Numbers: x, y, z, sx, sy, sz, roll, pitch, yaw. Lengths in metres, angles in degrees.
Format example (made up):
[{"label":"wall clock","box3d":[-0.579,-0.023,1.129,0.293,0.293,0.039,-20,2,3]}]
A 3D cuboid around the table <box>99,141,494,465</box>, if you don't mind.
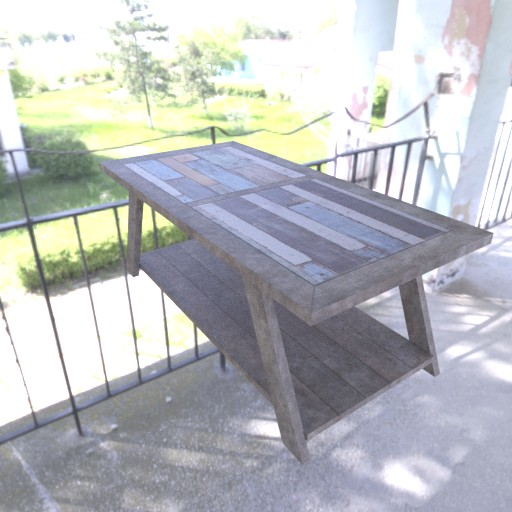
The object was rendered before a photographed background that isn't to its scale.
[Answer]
[{"label":"table","box3d":[0.000,0.000,1.512,0.610,0.470,1.219,-18,33,-31]}]
